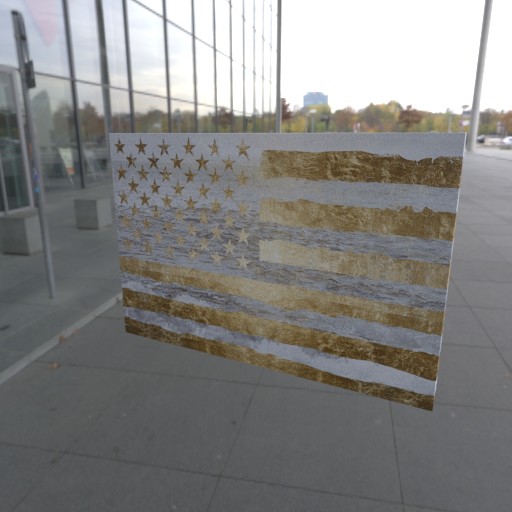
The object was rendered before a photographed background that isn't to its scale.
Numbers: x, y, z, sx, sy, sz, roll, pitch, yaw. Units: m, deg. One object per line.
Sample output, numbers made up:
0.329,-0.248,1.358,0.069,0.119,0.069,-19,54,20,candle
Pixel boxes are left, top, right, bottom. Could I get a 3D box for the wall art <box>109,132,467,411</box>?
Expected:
0.000,0.000,1.426,1.145,0.762,0.041,8,17,26,wall art
